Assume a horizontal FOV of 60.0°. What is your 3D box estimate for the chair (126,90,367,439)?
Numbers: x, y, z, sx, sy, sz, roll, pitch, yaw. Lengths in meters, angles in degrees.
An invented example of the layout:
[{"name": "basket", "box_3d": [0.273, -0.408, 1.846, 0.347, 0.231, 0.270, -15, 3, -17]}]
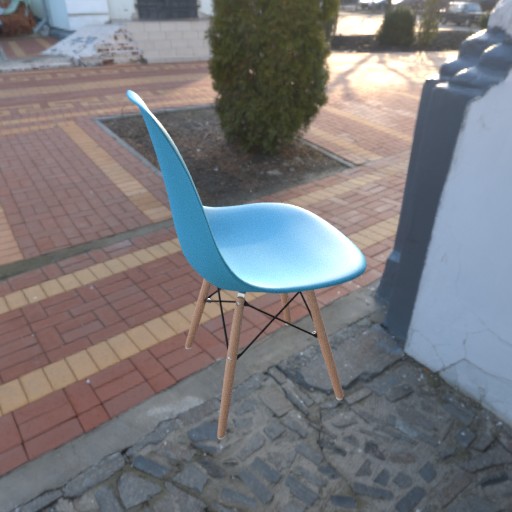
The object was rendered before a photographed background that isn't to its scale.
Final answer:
[{"name": "chair", "box_3d": [0.000, 0.000, 1.145, 0.531, 0.826, 0.470, -11, 32, -18]}]
